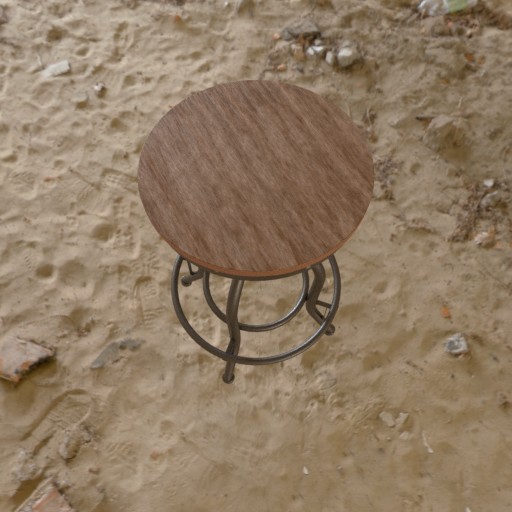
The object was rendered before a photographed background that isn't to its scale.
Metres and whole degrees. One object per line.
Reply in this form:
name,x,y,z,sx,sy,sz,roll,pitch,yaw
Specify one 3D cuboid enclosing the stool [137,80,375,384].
stool,0.000,0.000,0.928,0.439,0.609,0.439,18,65,9
